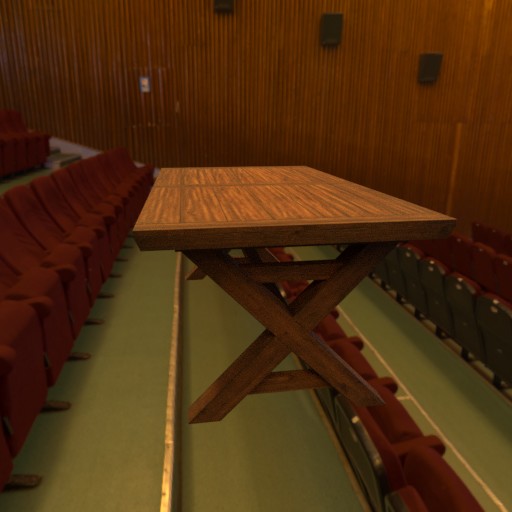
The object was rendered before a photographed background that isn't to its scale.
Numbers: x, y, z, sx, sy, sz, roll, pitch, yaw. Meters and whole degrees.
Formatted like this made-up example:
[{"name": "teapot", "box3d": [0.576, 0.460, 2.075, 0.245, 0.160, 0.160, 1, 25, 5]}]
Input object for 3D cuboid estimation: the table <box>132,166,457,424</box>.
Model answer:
[{"name": "table", "box3d": [0.000, 0.000, 2.467, 1.071, 0.793, 1.966, -3, 17, -9]}]
